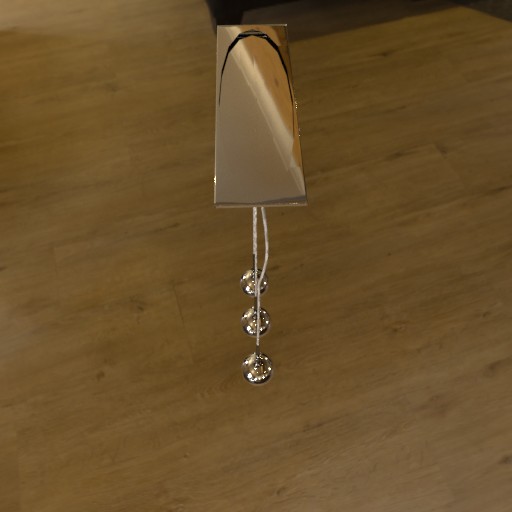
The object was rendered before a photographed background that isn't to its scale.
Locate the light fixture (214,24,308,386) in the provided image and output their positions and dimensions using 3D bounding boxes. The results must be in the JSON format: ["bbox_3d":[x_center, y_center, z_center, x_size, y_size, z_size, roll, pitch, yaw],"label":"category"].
[{"bbox_3d":[0.000,0.000,1.649,0.188,1.408,0.623,-2,59,-1],"label":"light fixture"}]
